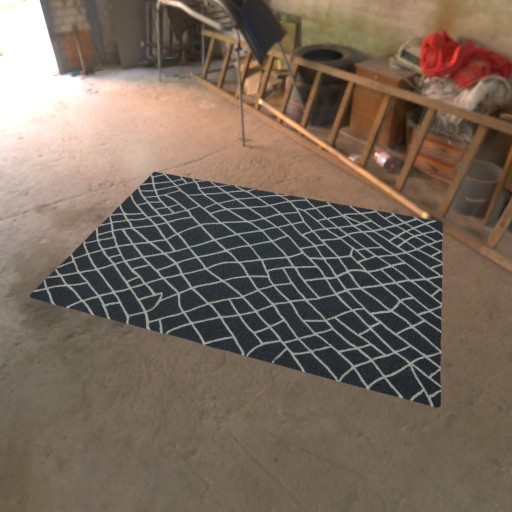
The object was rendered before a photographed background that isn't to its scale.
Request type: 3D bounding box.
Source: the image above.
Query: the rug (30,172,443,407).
[{"bbox_3d":[0.000,0.000,2.286,1.830,0.013,1.223,12,42,14],"label":"rug"}]
